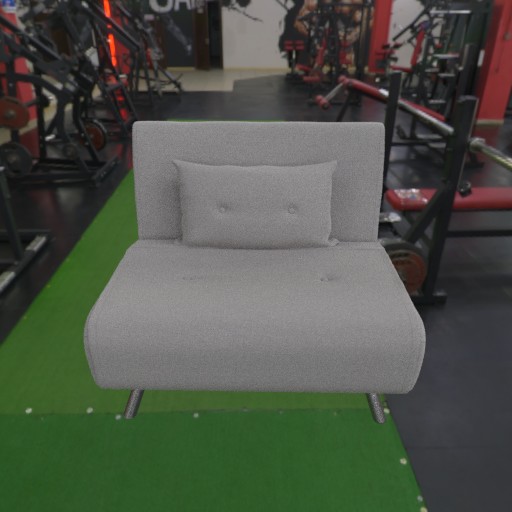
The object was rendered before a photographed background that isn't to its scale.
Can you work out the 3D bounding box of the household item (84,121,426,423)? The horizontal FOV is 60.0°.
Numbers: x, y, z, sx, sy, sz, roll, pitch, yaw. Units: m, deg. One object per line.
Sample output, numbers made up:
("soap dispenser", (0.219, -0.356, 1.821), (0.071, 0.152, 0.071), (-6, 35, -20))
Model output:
("household item", (0.000, 0.000, 1.602), (1.000, 0.800, 0.874), (1, 29, 1))
